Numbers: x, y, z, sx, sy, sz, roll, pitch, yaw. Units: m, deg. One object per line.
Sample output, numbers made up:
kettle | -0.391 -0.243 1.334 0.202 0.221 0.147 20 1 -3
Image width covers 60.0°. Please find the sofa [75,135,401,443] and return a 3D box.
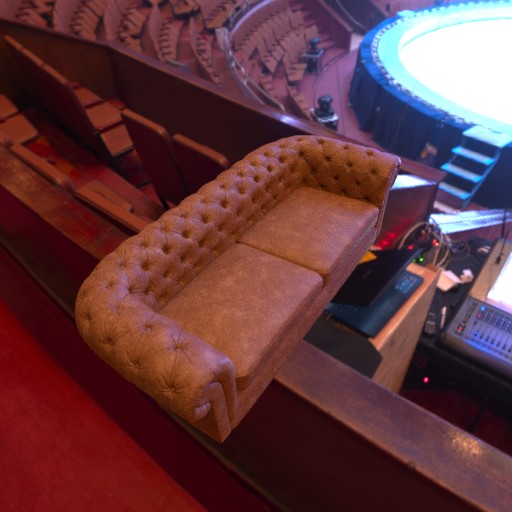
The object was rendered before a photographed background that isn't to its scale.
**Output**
sofa | 0.000 0.000 2.830 0.989 0.760 2.365 24 46 25
